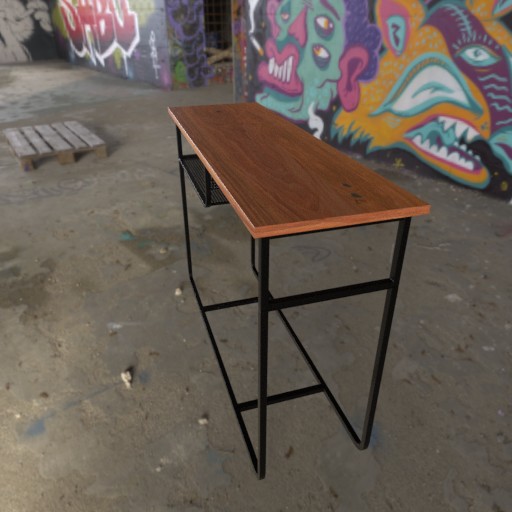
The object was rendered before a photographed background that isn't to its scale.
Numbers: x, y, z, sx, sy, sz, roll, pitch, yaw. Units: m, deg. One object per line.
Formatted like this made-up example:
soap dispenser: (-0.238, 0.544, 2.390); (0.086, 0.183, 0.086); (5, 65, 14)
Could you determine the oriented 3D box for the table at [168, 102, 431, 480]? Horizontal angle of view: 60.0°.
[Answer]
table: (0.000, 0.000, 1.434); (0.350, 0.750, 1.100); (-9, 30, -15)
